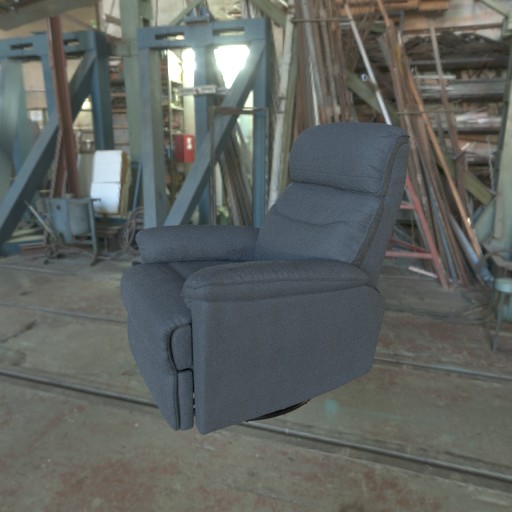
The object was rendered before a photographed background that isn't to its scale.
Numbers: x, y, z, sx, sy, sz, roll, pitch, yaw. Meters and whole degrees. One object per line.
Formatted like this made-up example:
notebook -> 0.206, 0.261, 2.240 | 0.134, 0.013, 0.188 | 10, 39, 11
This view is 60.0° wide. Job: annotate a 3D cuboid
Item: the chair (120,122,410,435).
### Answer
chair -> 0.000, 0.000, 1.771 | 1.004, 1.037, 0.820 | -7, 17, -26
